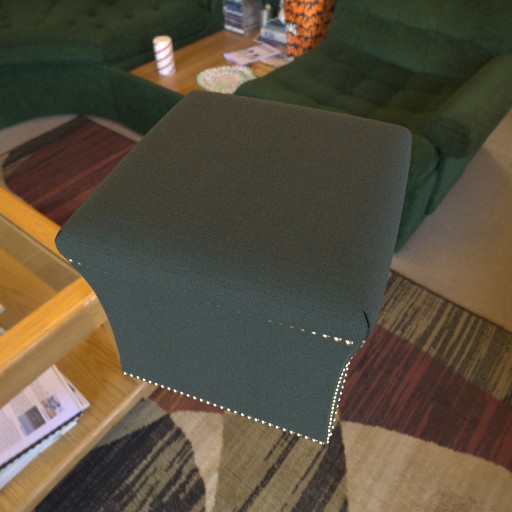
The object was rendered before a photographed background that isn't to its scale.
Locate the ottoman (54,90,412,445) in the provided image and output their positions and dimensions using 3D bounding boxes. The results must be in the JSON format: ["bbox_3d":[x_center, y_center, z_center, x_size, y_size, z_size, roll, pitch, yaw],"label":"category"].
[{"bbox_3d":[0.000,0.000,0.905,0.497,0.475,0.507,15,49,13],"label":"ottoman"}]
